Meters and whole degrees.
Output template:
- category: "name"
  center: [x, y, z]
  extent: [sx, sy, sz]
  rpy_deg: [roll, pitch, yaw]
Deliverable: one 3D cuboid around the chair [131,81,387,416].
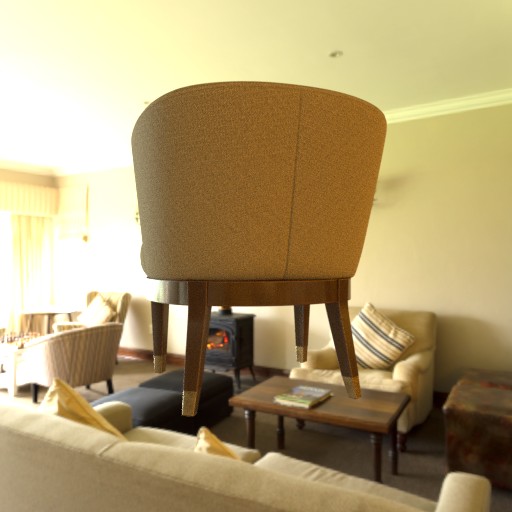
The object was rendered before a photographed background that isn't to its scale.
- category: "chair"
  center: [0.000, 0.000, 1.288]
  extent: [0.700, 0.760, 0.660]
  rpy_deg: [0, -1, -17]
